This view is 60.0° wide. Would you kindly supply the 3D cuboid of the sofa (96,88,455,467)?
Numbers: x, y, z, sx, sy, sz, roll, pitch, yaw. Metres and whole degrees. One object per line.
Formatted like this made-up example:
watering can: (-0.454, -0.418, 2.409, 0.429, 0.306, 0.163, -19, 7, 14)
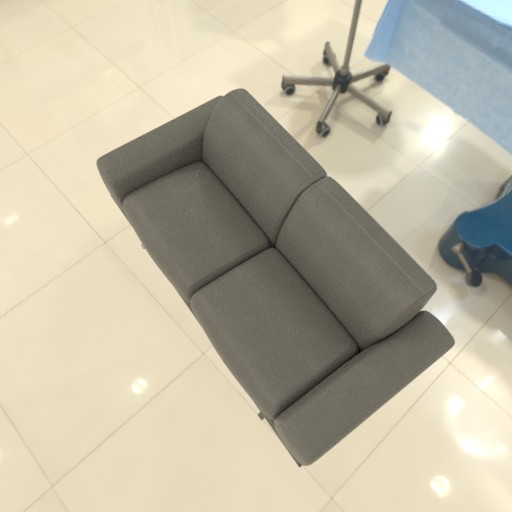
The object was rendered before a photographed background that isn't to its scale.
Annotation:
sofa: (0.000, 0.000, 2.349, 0.900, 0.772, 1.901, -33, 68, -15)
